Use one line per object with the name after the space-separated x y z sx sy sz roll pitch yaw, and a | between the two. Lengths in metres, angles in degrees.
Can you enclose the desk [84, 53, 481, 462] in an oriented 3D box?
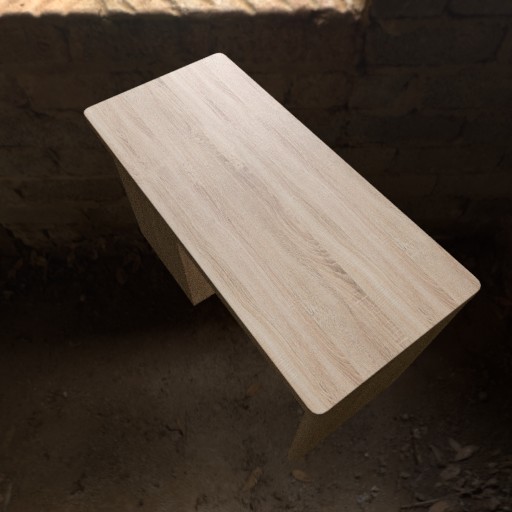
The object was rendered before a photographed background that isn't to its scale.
0.000 0.000 1.604 0.550 0.760 1.200 -32 63 -18 | desk
